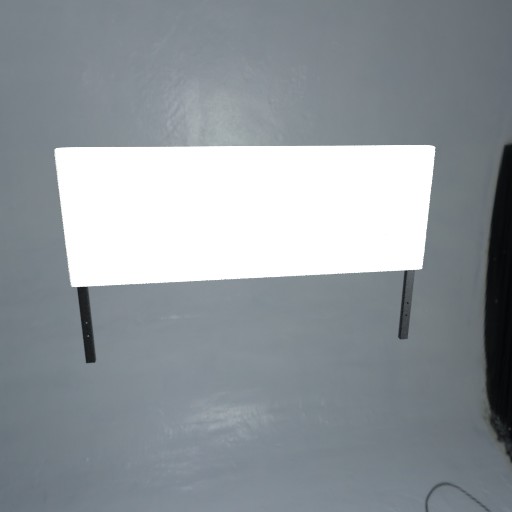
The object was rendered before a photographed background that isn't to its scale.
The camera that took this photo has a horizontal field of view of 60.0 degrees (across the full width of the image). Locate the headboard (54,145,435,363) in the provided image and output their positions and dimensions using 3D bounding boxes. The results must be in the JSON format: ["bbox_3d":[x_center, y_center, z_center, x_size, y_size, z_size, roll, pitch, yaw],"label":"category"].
[{"bbox_3d":[0.000,0.000,2.940,2.362,1.410,0.120,-2,16,-9],"label":"headboard"}]
